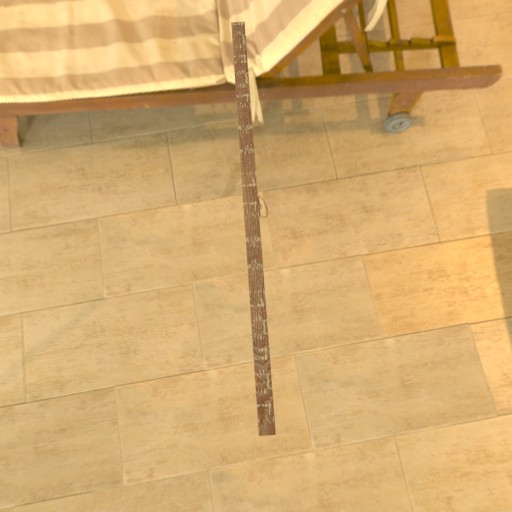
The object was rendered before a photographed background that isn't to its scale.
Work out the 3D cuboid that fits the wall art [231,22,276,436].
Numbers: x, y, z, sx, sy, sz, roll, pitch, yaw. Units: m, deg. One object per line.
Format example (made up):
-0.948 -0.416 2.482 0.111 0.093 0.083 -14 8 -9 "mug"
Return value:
0.000 0.000 0.573 0.022 0.380 0.380 -4 76 -1 "wall art"
